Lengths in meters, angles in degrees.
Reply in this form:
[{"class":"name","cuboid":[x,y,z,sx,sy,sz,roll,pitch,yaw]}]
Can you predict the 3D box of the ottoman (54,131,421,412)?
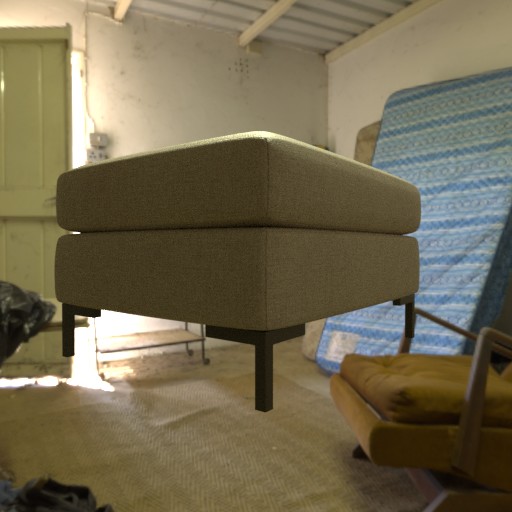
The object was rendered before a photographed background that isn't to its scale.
[{"class":"ottoman","cuboid":[0.000,0.000,1.206,0.671,0.490,0.820,1,1,37]}]
